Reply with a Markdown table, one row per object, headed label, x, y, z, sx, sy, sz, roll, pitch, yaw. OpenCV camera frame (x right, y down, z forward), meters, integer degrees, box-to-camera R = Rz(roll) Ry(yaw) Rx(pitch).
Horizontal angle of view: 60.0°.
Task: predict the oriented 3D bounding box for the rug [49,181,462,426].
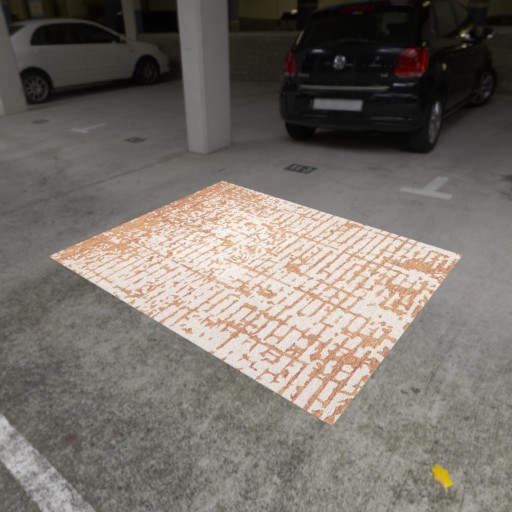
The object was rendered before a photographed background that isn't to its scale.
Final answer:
| label | x | y | z | sx | sy | sz | roll | pitch | yaw |
| --- | --- | --- | --- | --- | --- | --- | --- | --- | --- |
| rug | 0.000 | 0.000 | 4.187 | 3.050 | 0.011 | 2.441 | 22 | 38 | 32 |
